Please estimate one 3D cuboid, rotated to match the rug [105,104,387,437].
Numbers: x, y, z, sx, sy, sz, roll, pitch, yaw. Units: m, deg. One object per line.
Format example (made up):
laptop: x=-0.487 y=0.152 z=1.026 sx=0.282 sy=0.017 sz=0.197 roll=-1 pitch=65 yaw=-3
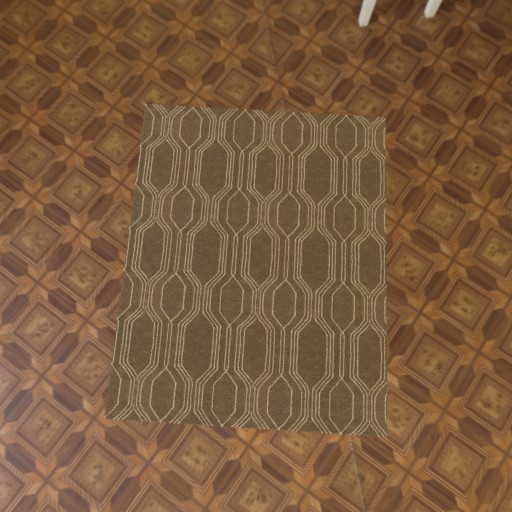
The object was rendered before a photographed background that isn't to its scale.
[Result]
rug: x=0.000 y=0.000 z=4.184 sx=2.457 sy=0.012 sz=3.062 roll=3 pitch=77 yaw=1
